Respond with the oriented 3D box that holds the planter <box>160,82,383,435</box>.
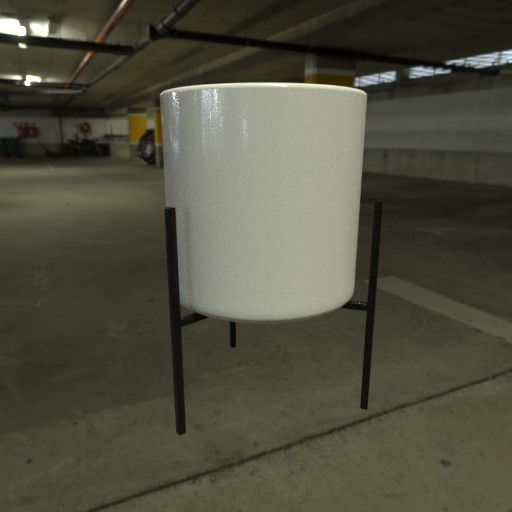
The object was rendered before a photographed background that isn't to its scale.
[{"bbox_3d":[0.000,0.000,0.515,0.239,0.356,0.239,-14,20,-42],"label":"planter"}]
